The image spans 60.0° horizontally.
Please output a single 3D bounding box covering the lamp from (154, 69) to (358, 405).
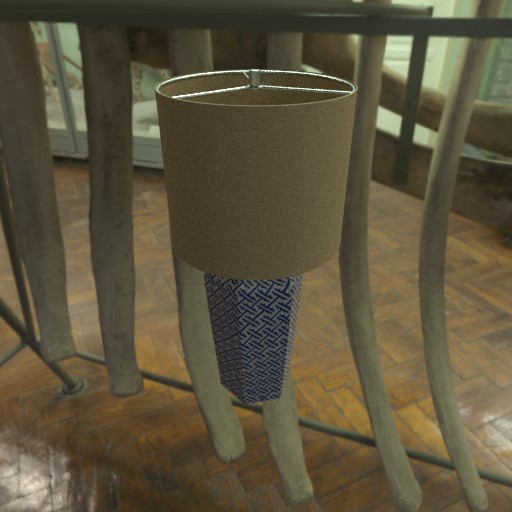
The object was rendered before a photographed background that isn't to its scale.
[{"bbox_3d":[0.000,0.000,0.874,0.320,0.682,0.320,11,33,18],"label":"lamp"}]
